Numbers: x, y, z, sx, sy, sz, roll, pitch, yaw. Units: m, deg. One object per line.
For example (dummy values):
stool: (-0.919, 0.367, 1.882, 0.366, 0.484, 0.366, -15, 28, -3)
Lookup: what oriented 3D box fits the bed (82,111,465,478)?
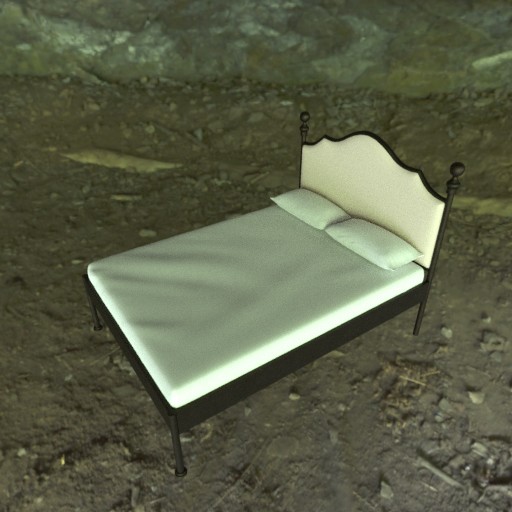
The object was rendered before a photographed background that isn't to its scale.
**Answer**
bed: (0.000, 0.000, 3.302, 2.224, 1.499, 1.642, -20, 38, -29)
